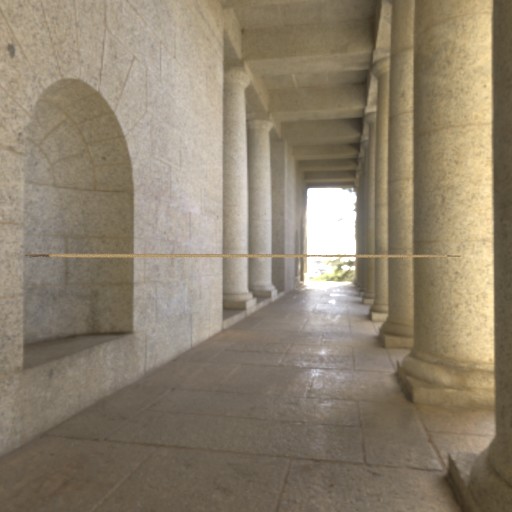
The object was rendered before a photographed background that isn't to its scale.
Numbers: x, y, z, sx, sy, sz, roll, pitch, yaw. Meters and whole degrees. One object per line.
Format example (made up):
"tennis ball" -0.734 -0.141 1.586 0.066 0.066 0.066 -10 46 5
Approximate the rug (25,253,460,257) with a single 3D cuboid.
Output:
"rug" 0.000 0.000 2.708 2.438 0.021 0.729 0 0 -18
